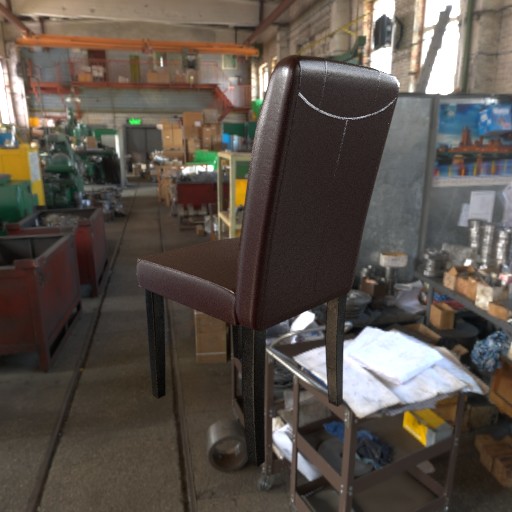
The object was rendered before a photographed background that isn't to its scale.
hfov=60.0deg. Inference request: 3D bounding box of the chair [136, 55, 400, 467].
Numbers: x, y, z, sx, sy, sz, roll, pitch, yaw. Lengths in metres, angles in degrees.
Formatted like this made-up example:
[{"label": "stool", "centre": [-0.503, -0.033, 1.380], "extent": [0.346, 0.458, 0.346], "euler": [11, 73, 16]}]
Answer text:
[{"label": "chair", "centre": [0.000, 0.000, 1.176], "extent": [0.556, 0.897, 0.399], "euler": [14, 20, 42]}]
